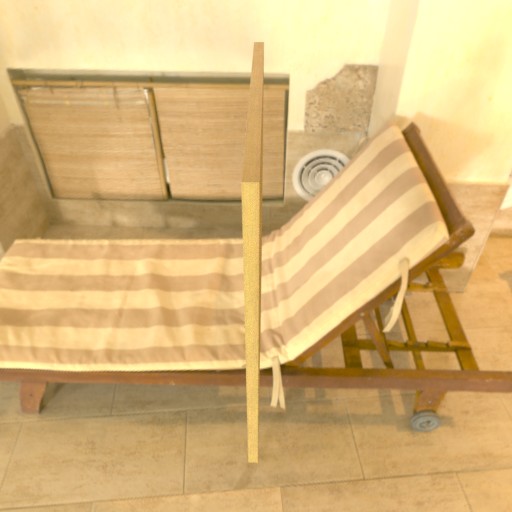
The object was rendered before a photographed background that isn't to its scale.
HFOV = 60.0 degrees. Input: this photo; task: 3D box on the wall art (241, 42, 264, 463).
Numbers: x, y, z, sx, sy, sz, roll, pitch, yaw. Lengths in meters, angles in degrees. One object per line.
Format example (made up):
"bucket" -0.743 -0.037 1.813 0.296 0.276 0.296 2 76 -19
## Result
"wall art" 0.000 0.000 1.350 0.030 1.002 0.798 1 41 1
